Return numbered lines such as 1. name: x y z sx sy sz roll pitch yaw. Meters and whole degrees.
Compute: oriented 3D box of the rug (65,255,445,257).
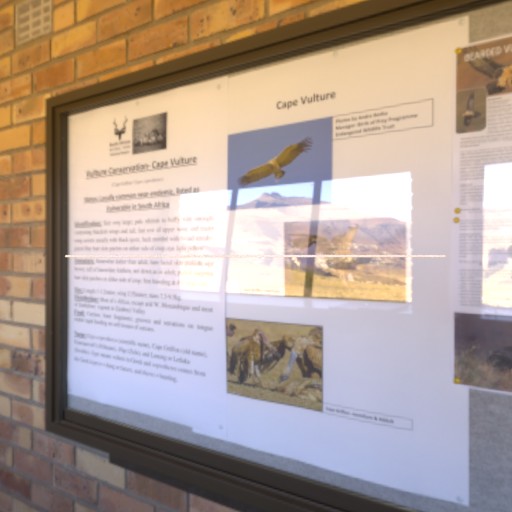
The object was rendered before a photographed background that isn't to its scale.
1. rug: 0.000 0.000 2.332 1.220 0.007 1.828 0 0 0
